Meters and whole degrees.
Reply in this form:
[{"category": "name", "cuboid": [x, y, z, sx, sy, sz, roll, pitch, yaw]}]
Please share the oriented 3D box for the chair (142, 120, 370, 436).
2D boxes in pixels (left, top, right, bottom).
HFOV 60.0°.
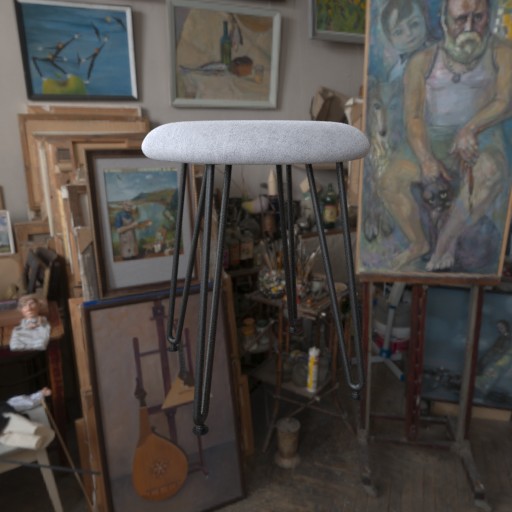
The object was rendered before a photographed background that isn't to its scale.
[{"category": "chair", "cuboid": [0.000, 0.000, 0.661, 0.350, 0.386, 0.350, 8, 18, 25]}]
